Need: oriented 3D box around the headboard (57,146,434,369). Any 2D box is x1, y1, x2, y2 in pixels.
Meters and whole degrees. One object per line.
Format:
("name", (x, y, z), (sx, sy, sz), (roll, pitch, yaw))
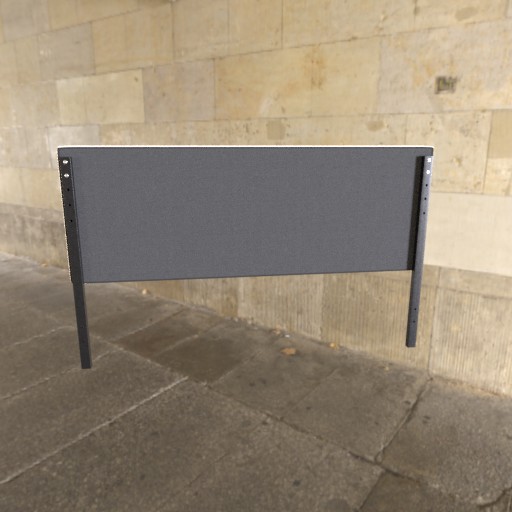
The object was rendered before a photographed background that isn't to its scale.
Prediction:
("headboard", (0.000, 0.000, 2.923), (2.362, 1.410, 0.120), (-2, 14, -8))
